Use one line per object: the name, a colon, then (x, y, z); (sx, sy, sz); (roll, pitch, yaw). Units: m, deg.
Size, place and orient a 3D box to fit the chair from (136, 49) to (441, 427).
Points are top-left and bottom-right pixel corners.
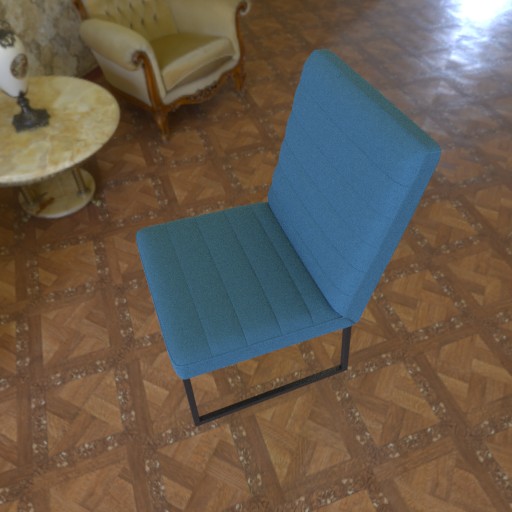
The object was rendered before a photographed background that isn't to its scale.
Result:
chair: (0.000, 0.000, 1.298); (0.634, 0.930, 0.520); (-16, 50, -14)
